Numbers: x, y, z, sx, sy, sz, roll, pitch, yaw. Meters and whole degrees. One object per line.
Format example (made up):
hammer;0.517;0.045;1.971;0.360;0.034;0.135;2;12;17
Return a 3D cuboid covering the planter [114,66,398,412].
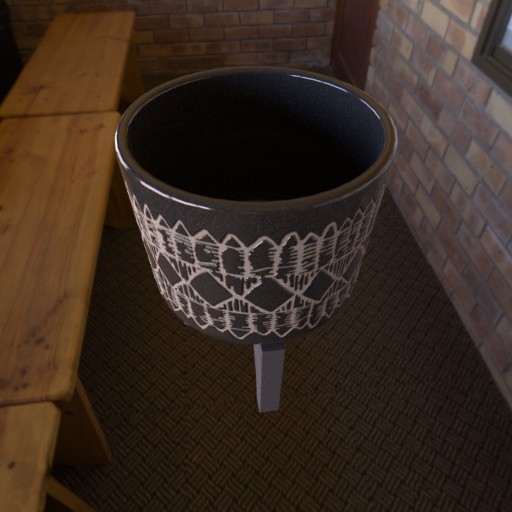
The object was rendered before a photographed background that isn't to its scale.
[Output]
planter;0.000;0.000;0.268;0.129;0.177;0.129;0;45;0
